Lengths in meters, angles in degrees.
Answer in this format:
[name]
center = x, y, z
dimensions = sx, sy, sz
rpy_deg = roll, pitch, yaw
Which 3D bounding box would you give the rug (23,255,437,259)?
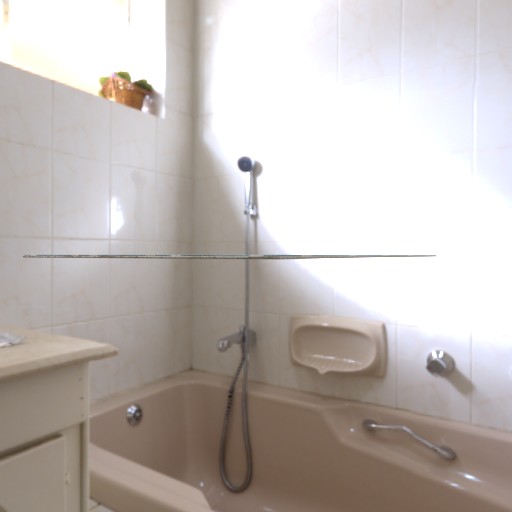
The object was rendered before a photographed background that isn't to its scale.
[rug]
center = 0.000, 0.000, 4.104
dimensions = 2.466, 0.021, 3.049
rpy_deg = 0, 0, 36
